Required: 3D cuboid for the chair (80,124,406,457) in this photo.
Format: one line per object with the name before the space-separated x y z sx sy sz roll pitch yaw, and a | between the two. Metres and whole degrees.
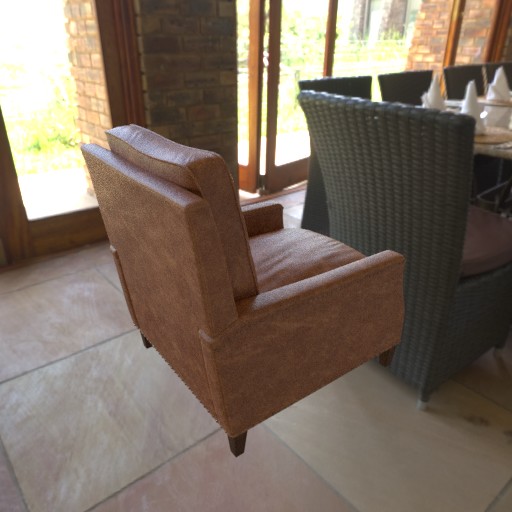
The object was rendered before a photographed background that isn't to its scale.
chair | 0.000 0.000 1.830 1.035 1.054 0.854 -18 31 -32
